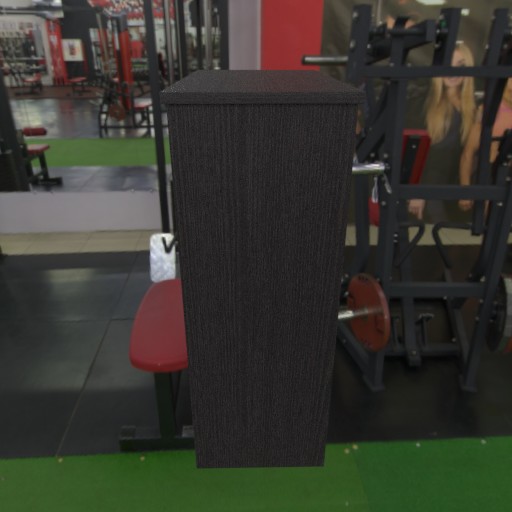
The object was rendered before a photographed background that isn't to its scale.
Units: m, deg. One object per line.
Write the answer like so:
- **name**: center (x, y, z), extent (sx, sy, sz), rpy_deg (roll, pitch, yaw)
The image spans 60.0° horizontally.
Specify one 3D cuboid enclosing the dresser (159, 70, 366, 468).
- **dresser**: center (0.000, 0.000, 1.364), extent (0.399, 1.020, 0.704), rpy_deg (0, 26, -1)
